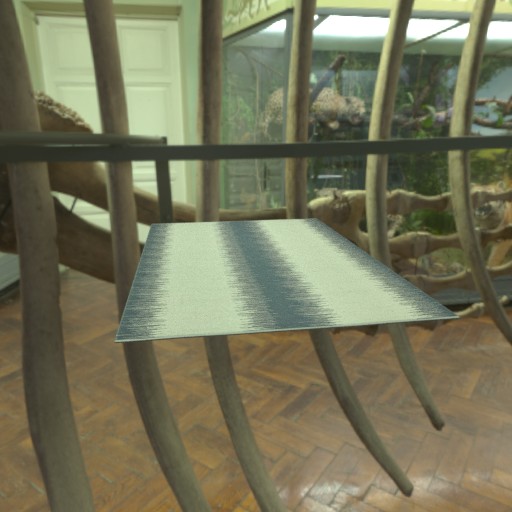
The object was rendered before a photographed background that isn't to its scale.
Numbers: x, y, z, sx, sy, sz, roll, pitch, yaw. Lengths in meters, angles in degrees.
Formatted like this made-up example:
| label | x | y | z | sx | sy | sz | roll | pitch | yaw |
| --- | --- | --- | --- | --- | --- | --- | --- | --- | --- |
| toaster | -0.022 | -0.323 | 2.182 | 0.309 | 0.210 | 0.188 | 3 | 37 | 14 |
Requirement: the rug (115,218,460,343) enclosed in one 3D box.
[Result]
| label | x | y | z | sx | sy | sz | roll | pitch | yaw |
| --- | --- | --- | --- | --- | --- | --- | --- | --- | --- |
| rug | 0.000 | 0.000 | 2.415 | 1.234 | 0.006 | 1.854 | -3 | 17 | -9 |
